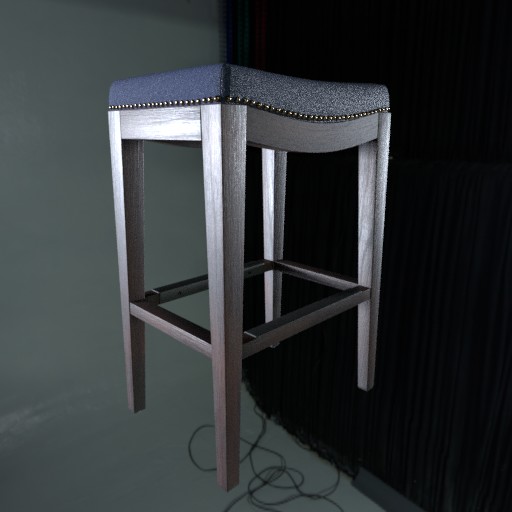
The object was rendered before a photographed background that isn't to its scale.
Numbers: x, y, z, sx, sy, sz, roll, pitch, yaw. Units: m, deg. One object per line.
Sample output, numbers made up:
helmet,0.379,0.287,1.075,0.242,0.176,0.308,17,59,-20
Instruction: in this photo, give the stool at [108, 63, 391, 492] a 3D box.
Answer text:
stool,0.000,0.000,0.999,0.498,0.740,0.358,-15,21,-42
